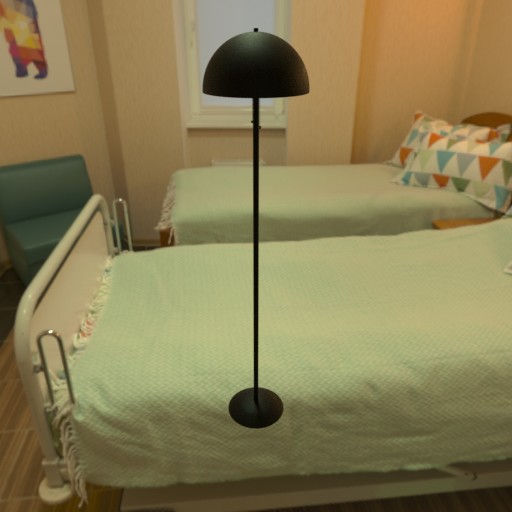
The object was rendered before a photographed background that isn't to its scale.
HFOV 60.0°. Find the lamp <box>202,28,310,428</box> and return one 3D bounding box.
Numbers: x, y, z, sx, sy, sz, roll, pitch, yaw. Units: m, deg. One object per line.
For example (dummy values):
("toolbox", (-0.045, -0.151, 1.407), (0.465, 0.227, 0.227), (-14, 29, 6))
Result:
("lamp", (0.000, 0.000, 1.618), (0.328, 1.480, 0.328), (-18, 32, -32))
